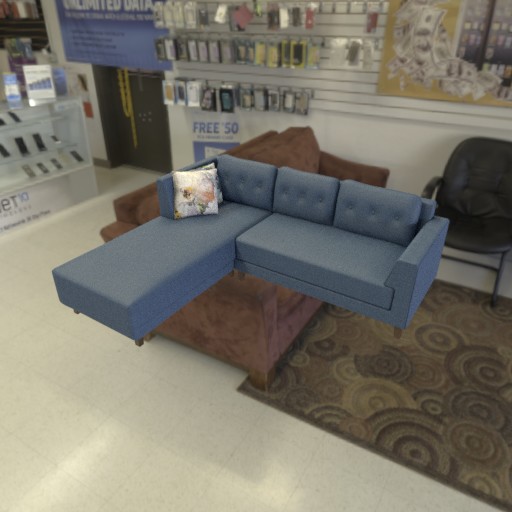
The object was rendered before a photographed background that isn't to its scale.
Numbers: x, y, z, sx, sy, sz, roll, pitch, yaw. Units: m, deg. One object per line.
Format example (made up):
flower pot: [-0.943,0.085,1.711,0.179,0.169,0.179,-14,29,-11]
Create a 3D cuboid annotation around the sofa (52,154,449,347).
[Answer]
sofa: [0.000,0.000,3.115,2.120,0.787,1.829,18,34,29]
